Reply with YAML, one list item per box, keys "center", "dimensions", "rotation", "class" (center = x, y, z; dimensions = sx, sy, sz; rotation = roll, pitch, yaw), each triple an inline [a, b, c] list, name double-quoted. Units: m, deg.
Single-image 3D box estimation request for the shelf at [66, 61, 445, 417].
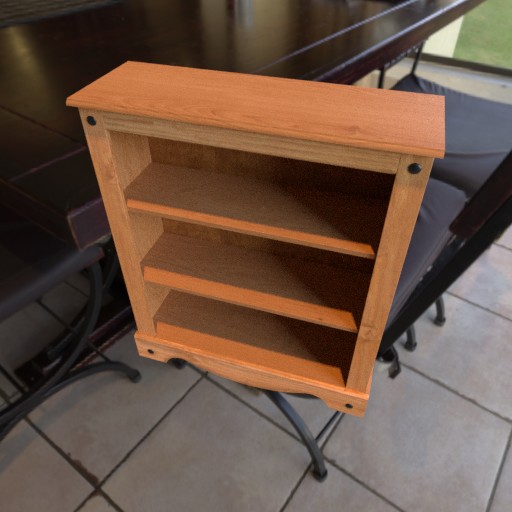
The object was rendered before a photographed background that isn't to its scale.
- center: [0.000, 0.000, 1.358]
  dimensions: [0.840, 0.980, 0.291]
  rotation: [12, 42, 13]
  class: "shelf"
